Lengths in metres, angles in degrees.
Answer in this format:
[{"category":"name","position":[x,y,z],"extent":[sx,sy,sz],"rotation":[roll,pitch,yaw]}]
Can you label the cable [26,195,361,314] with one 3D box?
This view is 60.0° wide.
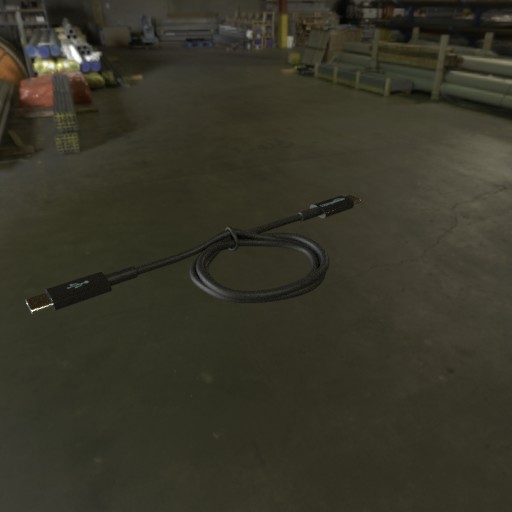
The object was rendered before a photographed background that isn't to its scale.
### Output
[{"category":"cable","position":[0.000,0.000,0.223],"extent":[0.203,0.014,0.070],"rotation":[-20,36,-31]}]
